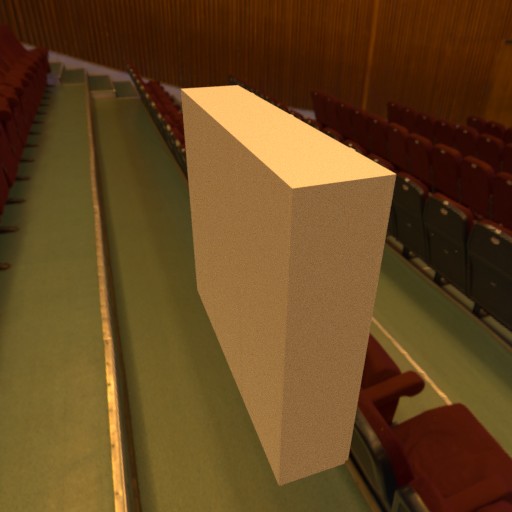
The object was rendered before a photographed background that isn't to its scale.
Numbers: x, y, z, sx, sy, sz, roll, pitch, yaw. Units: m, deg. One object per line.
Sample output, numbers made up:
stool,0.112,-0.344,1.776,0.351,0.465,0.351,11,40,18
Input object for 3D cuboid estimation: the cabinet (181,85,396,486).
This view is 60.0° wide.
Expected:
cabinet,0.000,0.000,3.885,0.590,2.370,2.700,-10,32,-17
